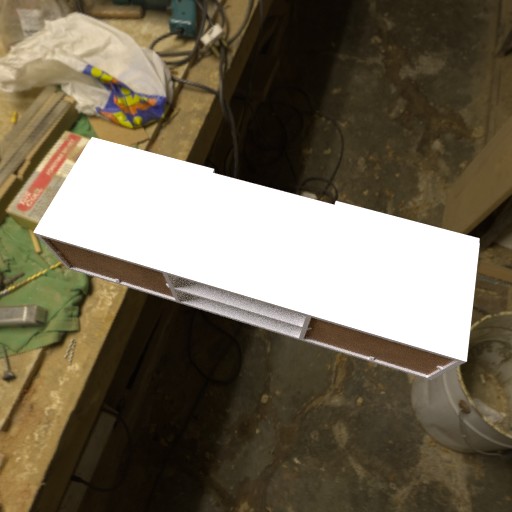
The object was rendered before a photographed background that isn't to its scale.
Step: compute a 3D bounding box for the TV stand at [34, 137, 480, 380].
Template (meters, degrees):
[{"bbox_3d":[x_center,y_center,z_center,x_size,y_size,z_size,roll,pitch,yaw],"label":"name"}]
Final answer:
[{"bbox_3d":[0.000,0.000,1.589,1.400,0.310,0.420,16,65,8],"label":"TV stand"}]
